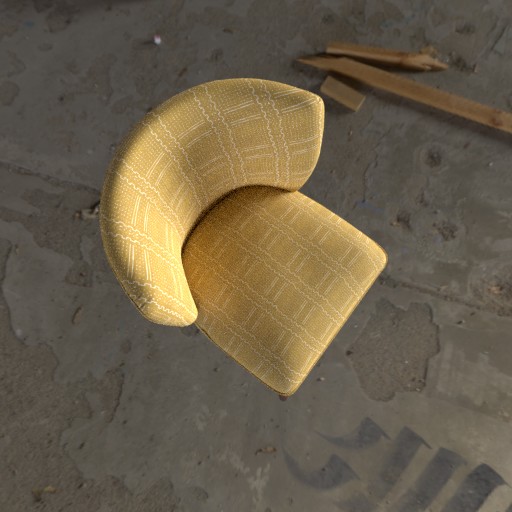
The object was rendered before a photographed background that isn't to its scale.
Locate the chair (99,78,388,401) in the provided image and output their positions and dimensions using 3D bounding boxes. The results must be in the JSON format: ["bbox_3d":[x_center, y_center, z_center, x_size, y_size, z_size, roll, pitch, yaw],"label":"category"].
[{"bbox_3d":[0.000,0.000,1.448,0.758,0.866,0.706,36,78,9],"label":"chair"}]
